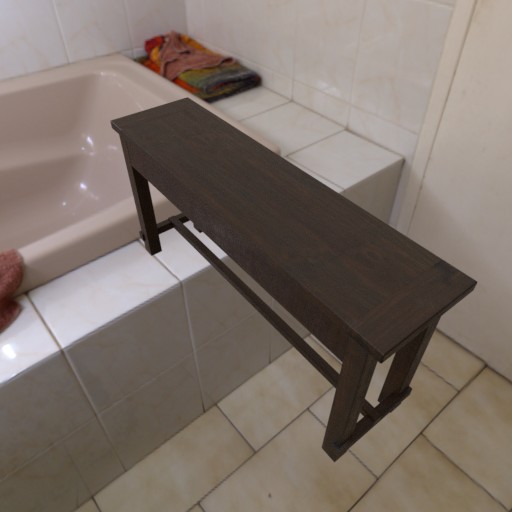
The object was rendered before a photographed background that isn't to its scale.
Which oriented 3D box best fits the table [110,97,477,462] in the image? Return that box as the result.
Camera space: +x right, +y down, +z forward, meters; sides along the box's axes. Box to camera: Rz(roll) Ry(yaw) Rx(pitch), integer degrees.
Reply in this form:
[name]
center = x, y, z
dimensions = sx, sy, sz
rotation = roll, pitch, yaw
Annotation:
[table]
center = 0.000, 0.000, 1.914
dimensions = 0.442, 0.762, 1.599
rotation = -28, 50, -27
